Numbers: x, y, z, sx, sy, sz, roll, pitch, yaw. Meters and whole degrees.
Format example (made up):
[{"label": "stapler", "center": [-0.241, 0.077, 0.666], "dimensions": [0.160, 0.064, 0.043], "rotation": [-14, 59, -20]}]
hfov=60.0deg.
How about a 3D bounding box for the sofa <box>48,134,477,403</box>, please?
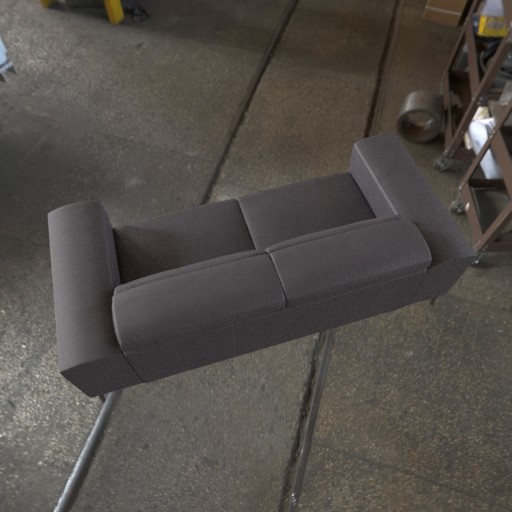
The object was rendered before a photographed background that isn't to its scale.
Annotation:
[{"label": "sofa", "center": [0.000, 0.000, 2.778], "dimensions": [2.330, 0.814, 1.048], "rotation": [-15, 59, -9]}]
